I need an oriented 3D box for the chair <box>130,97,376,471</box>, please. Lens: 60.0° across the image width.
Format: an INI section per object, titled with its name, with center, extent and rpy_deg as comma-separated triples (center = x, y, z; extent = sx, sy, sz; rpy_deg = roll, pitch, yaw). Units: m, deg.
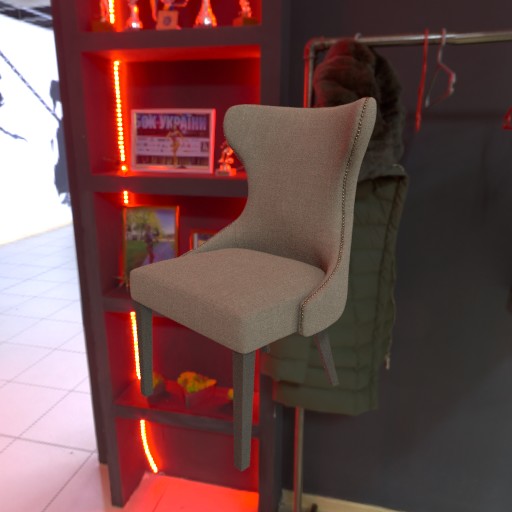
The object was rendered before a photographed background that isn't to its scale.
[chair]
center = 0.000, 0.000, 1.430
extent = 0.635, 0.967, 0.628
rpy_deg = -15, 21, -42
